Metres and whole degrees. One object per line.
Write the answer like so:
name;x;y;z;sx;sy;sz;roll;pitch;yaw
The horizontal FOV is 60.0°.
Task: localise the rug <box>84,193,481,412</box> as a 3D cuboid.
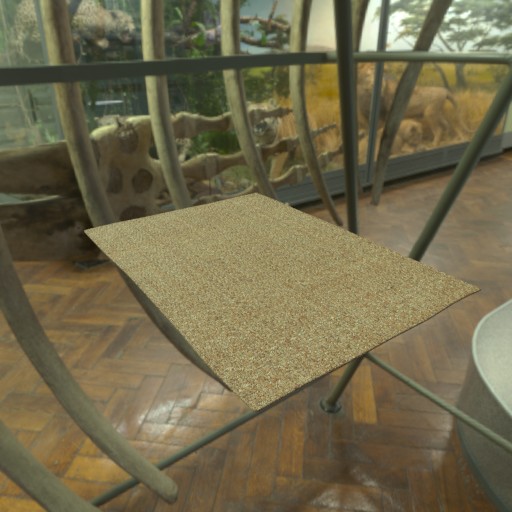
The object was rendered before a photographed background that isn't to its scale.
rug;0.000;0.000;2.796;1.566;0.013;2.141;-17;31;-32
